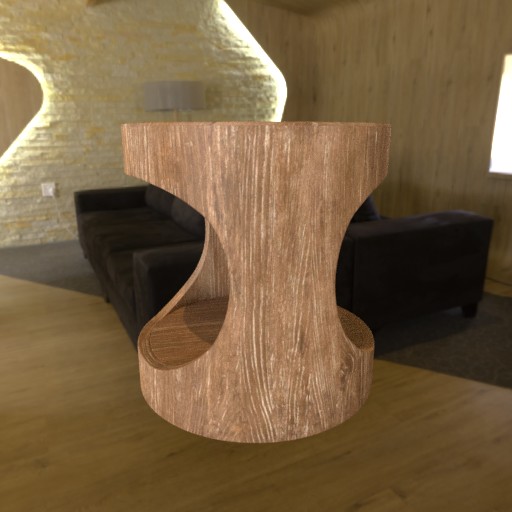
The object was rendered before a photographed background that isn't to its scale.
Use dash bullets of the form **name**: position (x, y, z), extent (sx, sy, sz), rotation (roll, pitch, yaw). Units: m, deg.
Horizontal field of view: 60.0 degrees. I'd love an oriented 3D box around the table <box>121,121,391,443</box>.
- **table**: position (0.000, 0.000, 0.973), extent (0.527, 0.551, 0.527), rotation (0, 15, 0)
